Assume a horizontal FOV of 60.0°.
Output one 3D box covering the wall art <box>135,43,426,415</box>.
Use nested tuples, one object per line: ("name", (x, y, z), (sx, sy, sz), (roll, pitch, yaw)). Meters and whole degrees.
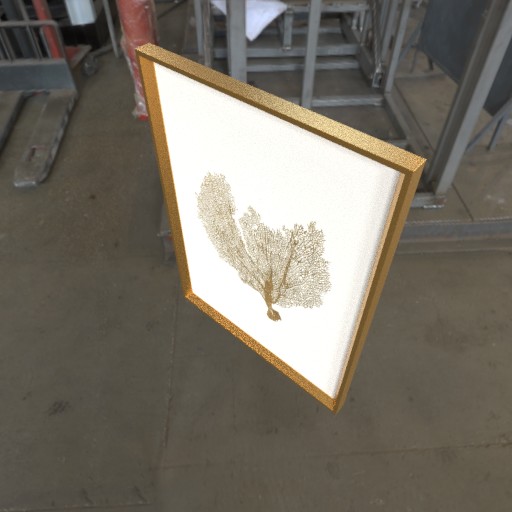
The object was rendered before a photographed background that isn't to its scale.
("wall art", (0.000, 0.000, 1.053), (0.610, 0.812, 0.038), (33, 55, 27))
